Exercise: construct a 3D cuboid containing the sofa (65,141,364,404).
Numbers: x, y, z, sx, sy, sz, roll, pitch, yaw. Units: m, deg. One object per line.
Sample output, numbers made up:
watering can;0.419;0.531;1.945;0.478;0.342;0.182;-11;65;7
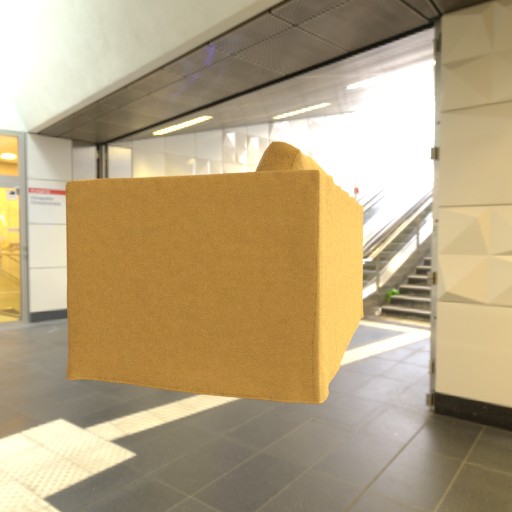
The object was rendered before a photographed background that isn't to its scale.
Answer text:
sofa;0.000;0.000;2.253;0.962;0.835;1.719;1;2;18
